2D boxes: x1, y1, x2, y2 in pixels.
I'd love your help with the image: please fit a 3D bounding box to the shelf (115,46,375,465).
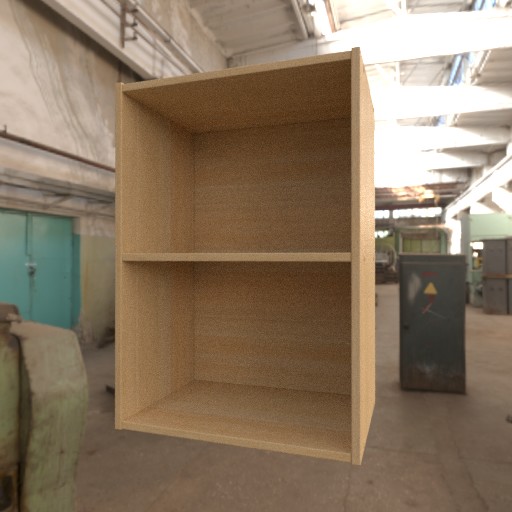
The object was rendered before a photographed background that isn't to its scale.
[{"bbox_3d":[0.000,0.000,0.828,0.414,0.592,0.290,0,0,19],"label":"shelf"}]
